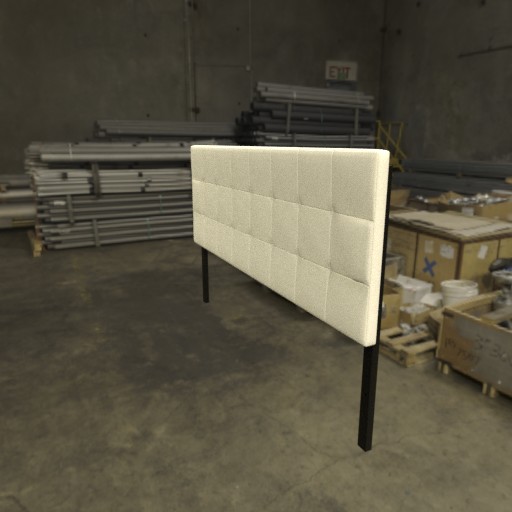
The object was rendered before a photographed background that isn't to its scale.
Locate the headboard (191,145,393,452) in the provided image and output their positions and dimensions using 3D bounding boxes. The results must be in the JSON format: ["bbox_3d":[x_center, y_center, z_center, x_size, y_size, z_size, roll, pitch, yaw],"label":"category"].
[{"bbox_3d":[0.000,0.000,2.941,0.120,1.410,2.362,-7,16,-25],"label":"headboard"}]
